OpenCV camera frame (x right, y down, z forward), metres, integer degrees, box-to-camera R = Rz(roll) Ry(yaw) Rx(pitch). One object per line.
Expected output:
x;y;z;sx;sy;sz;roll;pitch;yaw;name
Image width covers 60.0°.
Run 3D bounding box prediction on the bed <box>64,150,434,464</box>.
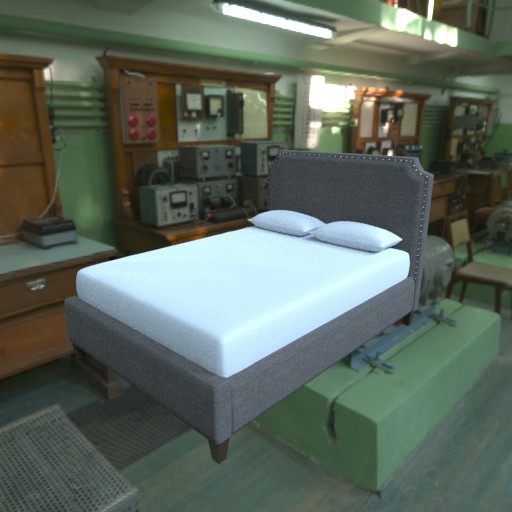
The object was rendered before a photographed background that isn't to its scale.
0.000;0.000;3.472;1.713;1.457;2.381;15;23;41;bed
